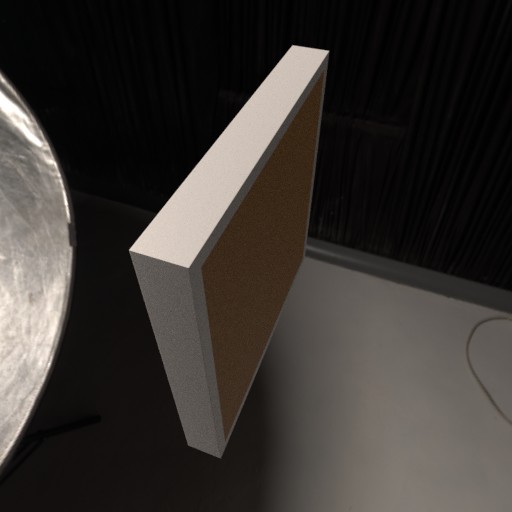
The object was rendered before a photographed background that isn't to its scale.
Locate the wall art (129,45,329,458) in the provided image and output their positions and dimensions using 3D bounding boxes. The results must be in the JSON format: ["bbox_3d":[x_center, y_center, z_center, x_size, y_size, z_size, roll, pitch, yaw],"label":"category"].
[{"bbox_3d":[0.000,0.000,0.455,0.038,0.302,0.305,16,49,14],"label":"wall art"}]
